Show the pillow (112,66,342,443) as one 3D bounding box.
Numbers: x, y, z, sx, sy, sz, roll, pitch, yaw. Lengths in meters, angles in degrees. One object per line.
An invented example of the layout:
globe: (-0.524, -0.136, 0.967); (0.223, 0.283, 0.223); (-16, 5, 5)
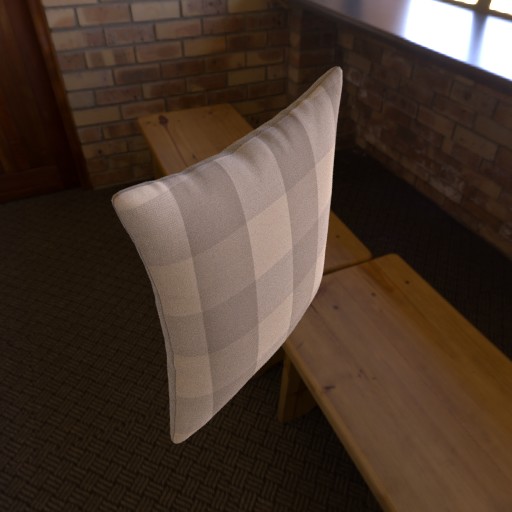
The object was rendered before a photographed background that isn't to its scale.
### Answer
pillow: (0.000, 0.000, 0.772); (0.161, 0.509, 0.511); (24, 46, 26)
